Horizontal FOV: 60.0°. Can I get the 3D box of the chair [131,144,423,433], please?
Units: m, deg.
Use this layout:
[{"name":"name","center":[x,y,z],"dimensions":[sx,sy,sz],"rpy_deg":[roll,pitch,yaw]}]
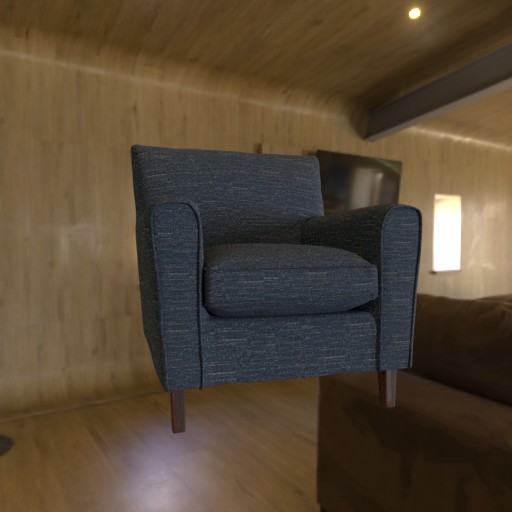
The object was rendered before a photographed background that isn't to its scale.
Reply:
[{"name":"chair","center":[0.000,0.000,1.622],"dimensions":[0.864,0.928,0.873],"rpy_deg":[0,2,-17]}]
